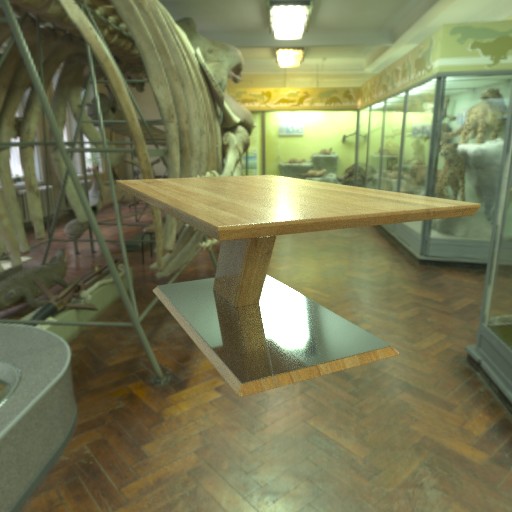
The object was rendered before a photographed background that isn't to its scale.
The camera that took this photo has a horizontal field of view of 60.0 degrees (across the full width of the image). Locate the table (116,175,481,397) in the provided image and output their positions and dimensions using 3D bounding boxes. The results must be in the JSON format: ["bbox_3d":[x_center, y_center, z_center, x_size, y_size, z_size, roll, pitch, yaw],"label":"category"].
[{"bbox_3d":[0.000,0.000,1.474,0.692,0.441,1.100,-7,16,-25],"label":"table"}]
